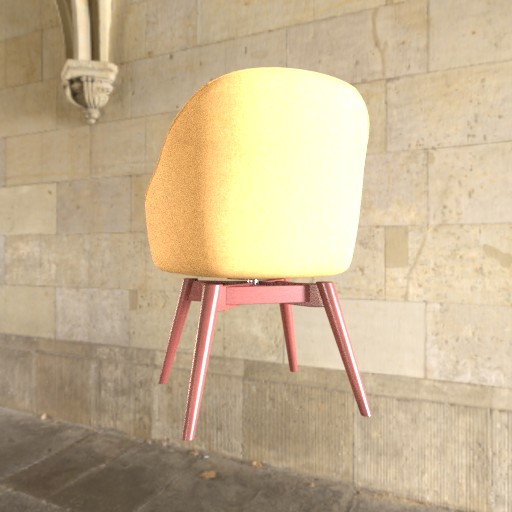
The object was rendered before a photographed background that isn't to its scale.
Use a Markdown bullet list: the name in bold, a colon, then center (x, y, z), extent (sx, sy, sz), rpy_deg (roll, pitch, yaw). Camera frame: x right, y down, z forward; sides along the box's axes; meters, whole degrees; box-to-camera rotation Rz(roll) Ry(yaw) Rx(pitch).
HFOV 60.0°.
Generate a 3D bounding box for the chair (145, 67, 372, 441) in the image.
- **chair**: center (0.000, 0.000, 1.268), extent (0.596, 0.823, 0.635), rpy_deg (0, 0, -19)
